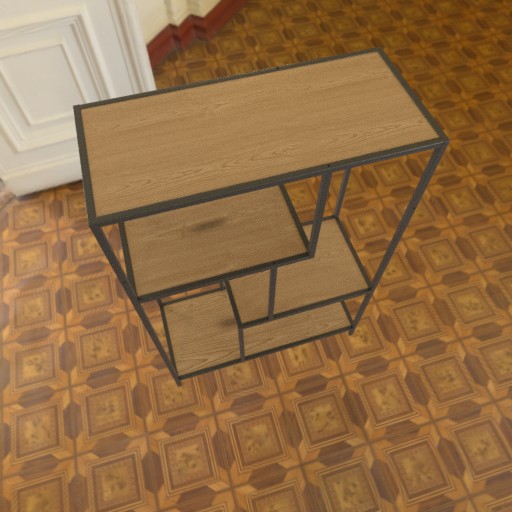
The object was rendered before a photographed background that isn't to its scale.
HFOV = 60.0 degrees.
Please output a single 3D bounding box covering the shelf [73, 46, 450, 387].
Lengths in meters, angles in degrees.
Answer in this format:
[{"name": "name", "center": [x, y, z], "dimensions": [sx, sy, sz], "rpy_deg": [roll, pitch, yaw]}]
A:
[{"name": "shelf", "center": [0.000, 0.000, 1.470], "dimensions": [0.770, 1.138, 0.350], "rpy_deg": [-15, 60, -9]}]
